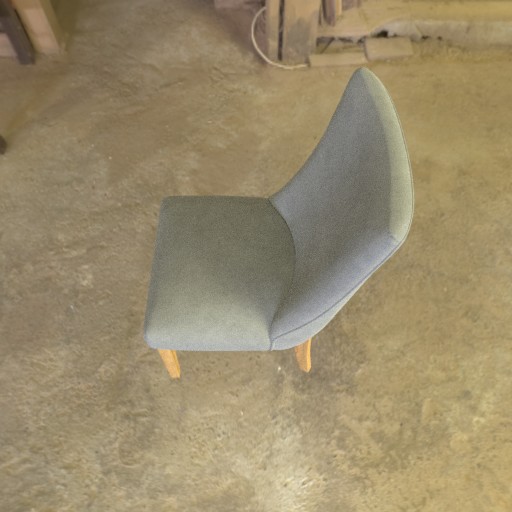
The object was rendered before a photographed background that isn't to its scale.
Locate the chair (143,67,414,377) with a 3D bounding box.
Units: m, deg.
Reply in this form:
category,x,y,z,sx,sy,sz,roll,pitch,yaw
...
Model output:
category,x,y,z,sx,sy,sz,roll,pitch,yaw
chair,0.000,0.000,1.262,0.610,0.902,0.495,0,59,0
